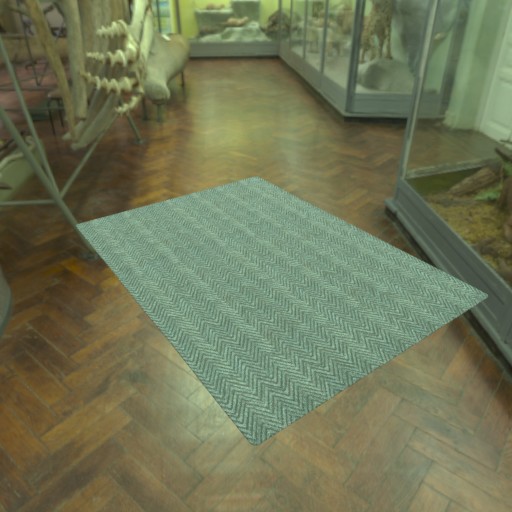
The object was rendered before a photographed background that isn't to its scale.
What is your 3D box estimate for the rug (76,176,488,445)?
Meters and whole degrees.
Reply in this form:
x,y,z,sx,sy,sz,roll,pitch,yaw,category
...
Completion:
x,y,z,sx,sy,sz,roll,pitch,yaw,category
0.000,0.000,5.061,2.894,0.011,3.957,-21,37,-30,rug
